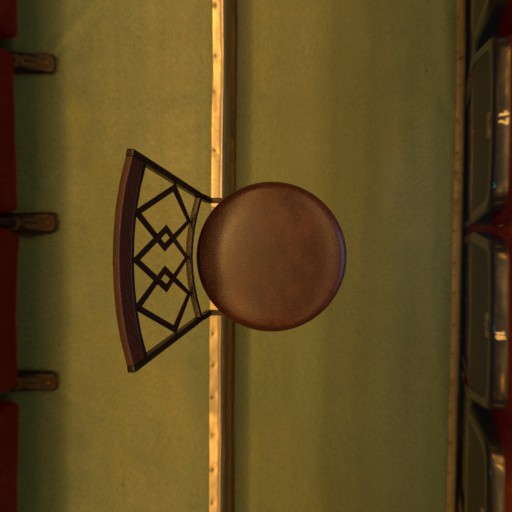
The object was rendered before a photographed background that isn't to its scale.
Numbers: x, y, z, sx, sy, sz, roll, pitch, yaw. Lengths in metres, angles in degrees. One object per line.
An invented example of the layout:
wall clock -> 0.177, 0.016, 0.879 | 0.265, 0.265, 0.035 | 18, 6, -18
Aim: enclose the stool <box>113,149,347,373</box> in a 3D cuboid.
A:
stool -> 0.000, 0.000, 1.380 | 0.521, 1.134, 0.432 | 0, 91, 1
